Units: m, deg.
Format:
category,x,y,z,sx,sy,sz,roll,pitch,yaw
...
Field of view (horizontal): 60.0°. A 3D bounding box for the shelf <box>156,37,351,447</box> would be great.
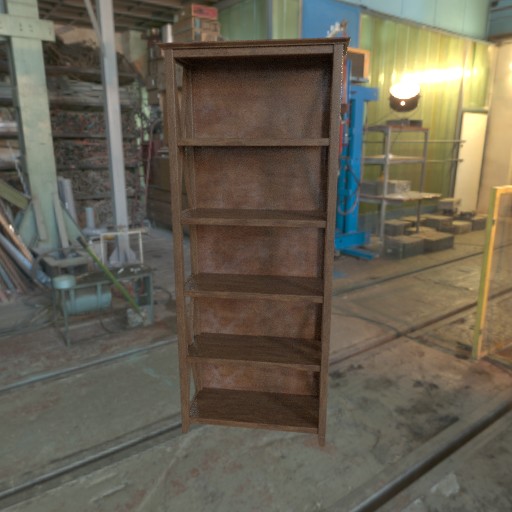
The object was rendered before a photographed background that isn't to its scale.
category,x,y,z,sx,sy,sz,roll,pitch,yaw
shelf,0.000,0.000,2.205,0.805,1.905,0.335,2,15,8
